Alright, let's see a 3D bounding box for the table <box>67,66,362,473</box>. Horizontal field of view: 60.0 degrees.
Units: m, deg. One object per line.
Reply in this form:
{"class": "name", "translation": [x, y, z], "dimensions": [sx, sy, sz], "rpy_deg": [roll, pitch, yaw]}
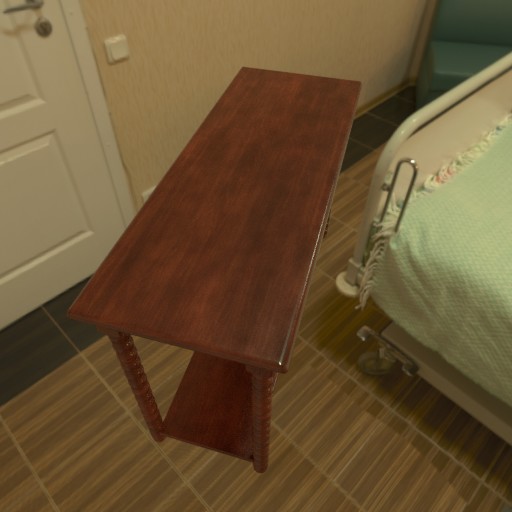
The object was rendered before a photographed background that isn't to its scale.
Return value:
{"class": "table", "translation": [0.000, 0.000, 1.496], "dimensions": [0.459, 0.740, 1.184], "rpy_deg": [12, 48, 11]}
